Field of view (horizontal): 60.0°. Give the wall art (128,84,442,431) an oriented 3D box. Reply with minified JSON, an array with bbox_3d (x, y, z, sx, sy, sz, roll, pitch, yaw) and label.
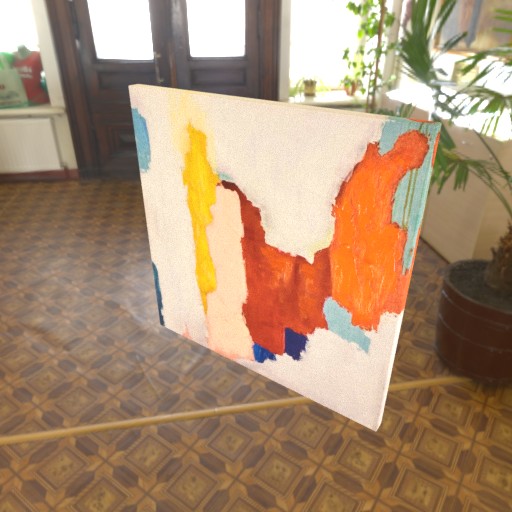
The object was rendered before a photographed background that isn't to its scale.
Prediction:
[{"bbox_3d":[0.000,0.000,1.210,0.814,0.814,0.037,19,35,30],"label":"wall art"}]
